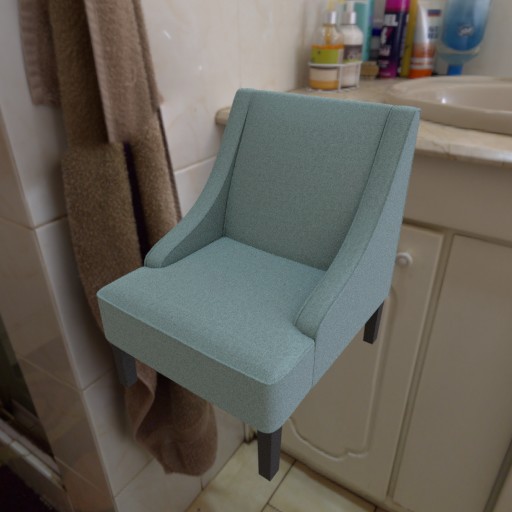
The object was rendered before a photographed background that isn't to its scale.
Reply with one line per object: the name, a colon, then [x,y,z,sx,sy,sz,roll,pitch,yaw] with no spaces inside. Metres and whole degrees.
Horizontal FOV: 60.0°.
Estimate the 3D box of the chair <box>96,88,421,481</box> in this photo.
chair: [0.000,0.000,1.831,0.857,1.133,1.025,19,34,31]
